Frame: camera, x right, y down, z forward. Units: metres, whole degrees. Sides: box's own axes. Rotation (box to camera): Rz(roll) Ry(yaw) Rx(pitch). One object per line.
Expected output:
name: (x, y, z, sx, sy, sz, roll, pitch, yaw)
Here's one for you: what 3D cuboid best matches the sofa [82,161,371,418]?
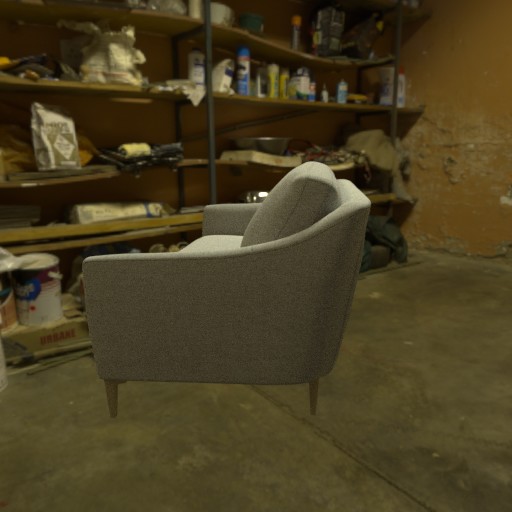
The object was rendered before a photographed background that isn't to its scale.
sofa: (0.000, 0.000, 2.193, 0.960, 0.904, 1.619, 2, 13, 8)
